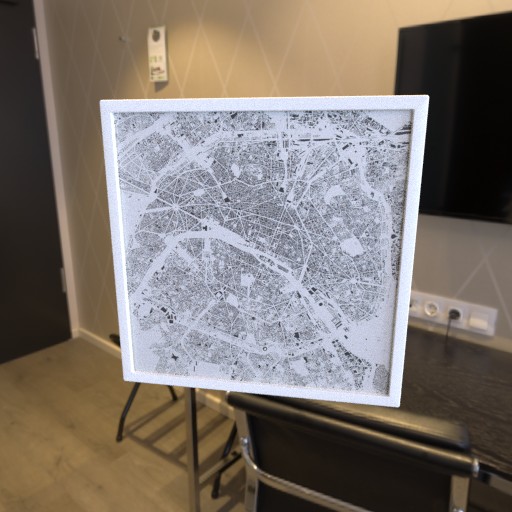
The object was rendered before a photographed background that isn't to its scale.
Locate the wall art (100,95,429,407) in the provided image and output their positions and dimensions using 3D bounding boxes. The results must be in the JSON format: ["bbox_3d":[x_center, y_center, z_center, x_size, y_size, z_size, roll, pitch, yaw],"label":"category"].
[{"bbox_3d":[0.000,0.000,0.757,0.508,0.508,0.038,3,15,10],"label":"wall art"}]
